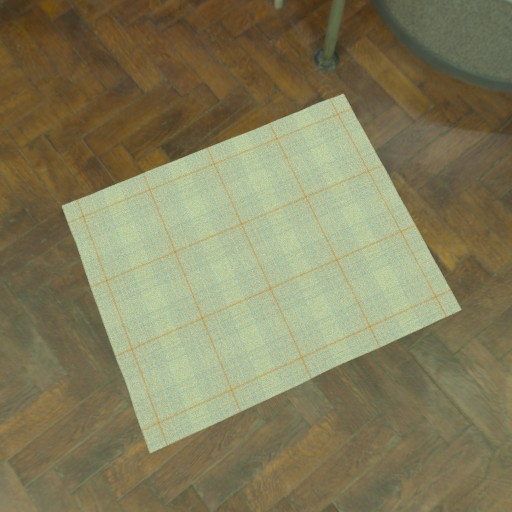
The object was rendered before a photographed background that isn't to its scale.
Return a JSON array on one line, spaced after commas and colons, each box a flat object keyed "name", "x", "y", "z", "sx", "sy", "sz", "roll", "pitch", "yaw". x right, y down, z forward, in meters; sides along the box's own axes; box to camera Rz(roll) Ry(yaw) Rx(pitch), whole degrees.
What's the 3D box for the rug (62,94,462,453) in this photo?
[{"name": "rug", "x": 0.000, "y": 0.000, "z": 4.179, "sx": 3.051, "sy": 0.021, "sz": 2.448, "roll": -23, "pitch": 78, "yaw": -5}]
